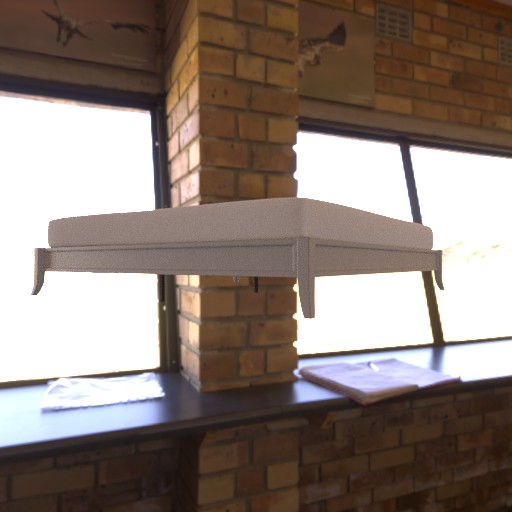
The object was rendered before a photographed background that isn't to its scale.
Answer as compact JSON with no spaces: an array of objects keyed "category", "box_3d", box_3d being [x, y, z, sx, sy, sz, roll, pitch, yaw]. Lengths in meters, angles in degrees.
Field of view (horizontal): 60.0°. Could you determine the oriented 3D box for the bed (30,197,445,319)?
[{"category":"bed","box_3d":[0.000,0.000,3.078,2.007,0.510,2.108,-1,-1,36]}]
